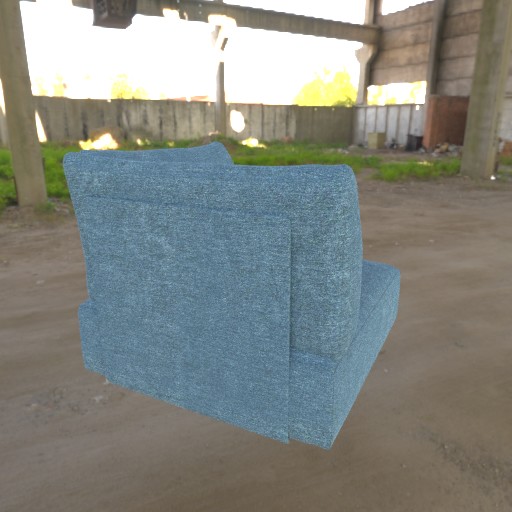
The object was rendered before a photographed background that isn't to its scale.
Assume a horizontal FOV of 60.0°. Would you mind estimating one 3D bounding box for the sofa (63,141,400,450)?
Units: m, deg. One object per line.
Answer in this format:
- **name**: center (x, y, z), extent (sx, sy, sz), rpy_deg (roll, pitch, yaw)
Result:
- **sofa**: center (0.000, 0.000, 1.725), extent (1.000, 0.820, 1.000), rpy_deg (8, 19, 26)
